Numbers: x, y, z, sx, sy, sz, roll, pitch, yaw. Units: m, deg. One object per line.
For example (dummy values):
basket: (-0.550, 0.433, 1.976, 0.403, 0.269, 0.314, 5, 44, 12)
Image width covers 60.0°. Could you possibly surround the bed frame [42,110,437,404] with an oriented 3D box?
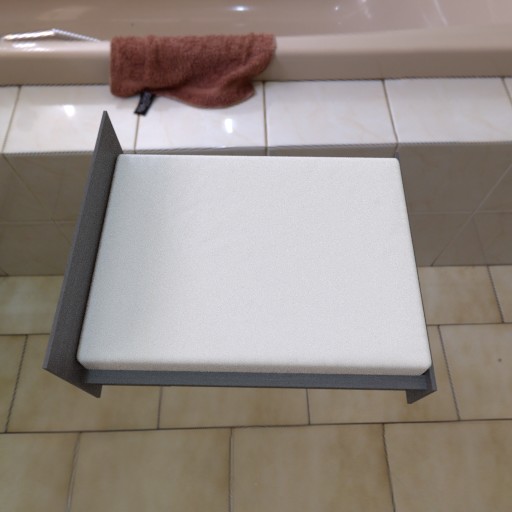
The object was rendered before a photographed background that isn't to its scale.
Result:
bed frame: (0.000, 0.000, 2.779, 1.960, 0.800, 1.622, 1, 63, 0)
